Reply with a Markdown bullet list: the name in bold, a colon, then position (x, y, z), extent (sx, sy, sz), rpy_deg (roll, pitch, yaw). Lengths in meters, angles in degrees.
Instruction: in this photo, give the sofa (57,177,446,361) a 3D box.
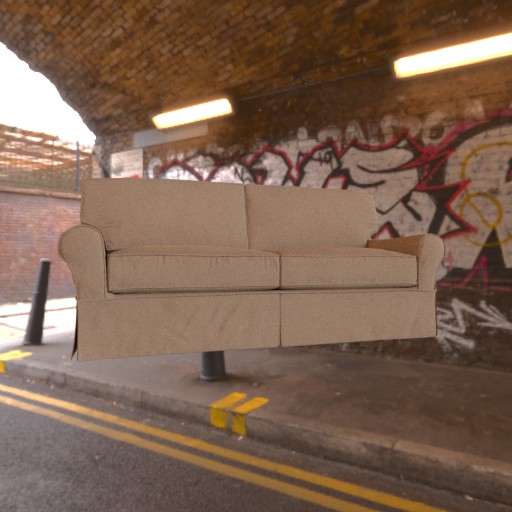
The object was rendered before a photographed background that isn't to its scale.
- **sofa**: position (0.000, 0.000, 2.816), extent (2.246, 1.014, 0.900), rpy_deg (0, -1, -19)
